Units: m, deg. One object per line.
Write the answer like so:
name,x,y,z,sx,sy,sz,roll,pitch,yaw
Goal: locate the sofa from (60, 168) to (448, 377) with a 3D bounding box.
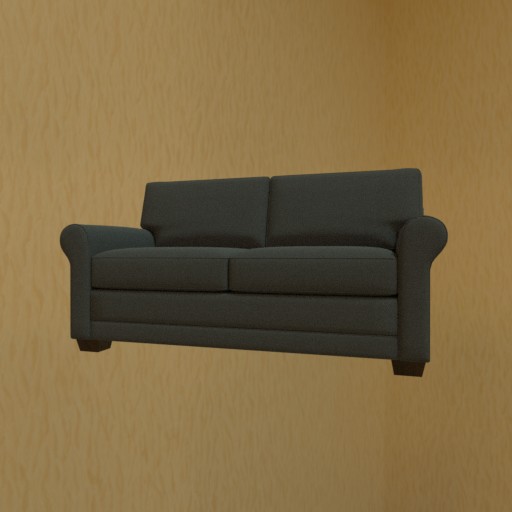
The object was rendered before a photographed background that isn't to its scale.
sofa,0.000,0.000,2.519,1.930,1.020,0.940,0,0,17
